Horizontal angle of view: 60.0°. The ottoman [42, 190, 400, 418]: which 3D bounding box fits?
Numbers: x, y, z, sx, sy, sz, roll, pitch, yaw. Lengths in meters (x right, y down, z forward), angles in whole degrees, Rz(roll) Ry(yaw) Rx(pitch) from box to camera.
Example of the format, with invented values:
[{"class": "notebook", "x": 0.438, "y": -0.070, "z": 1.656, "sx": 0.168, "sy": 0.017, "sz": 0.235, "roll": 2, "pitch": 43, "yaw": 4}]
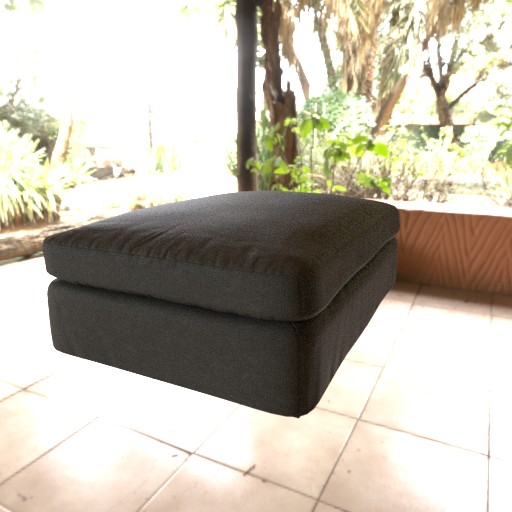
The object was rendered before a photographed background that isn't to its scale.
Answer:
[{"class": "ottoman", "x": 0.000, "y": 0.000, "z": 1.618, "sx": 0.840, "sy": 0.429, "sz": 1.199, "roll": 7, "pitch": 16, "yaw": 26}]
